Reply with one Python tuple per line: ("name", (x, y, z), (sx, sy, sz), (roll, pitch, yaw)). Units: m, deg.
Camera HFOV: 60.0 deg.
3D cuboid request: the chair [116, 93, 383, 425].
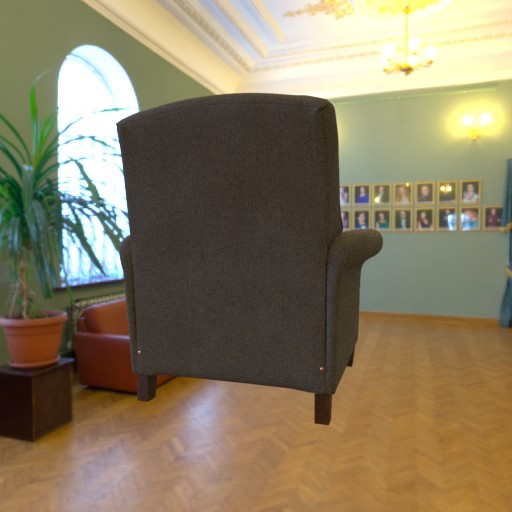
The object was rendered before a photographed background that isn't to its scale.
("chair", (0.000, 0.000, 1.833), (0.978, 1.061, 0.905), (1, 2, 18))
